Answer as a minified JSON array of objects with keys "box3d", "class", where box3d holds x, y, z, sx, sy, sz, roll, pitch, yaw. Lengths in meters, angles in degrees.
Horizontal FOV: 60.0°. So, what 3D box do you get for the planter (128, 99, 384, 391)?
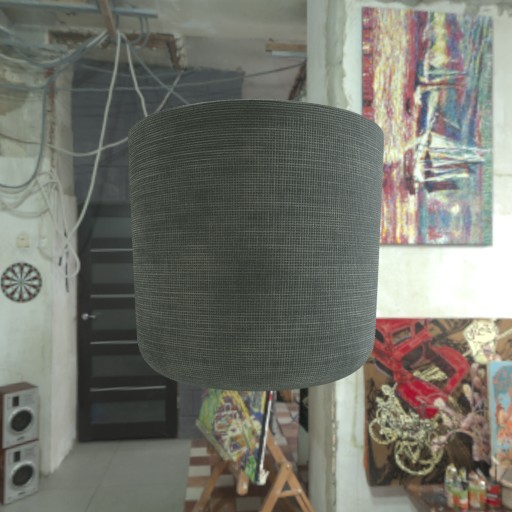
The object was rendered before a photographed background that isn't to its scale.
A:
[{"box3d":[0.000,0.000,0.789,0.440,0.398,0.440,0,-1,0],"class":"planter"}]
